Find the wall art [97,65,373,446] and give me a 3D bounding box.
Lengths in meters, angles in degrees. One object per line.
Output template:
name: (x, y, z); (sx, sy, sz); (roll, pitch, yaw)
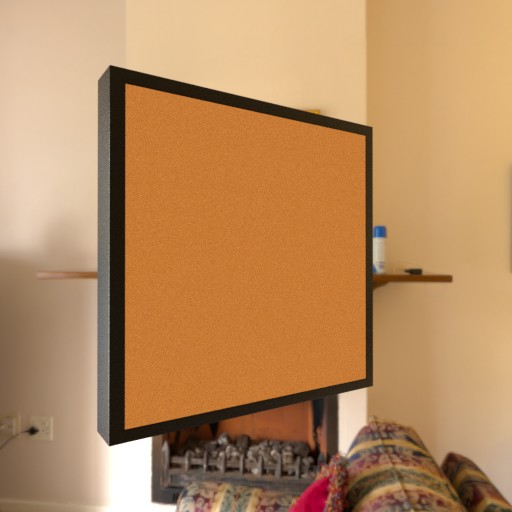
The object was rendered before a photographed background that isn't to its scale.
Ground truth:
wall art: (0.000, 0.000, 0.445); (0.299, 0.299, 0.037); (0, 0, -33)
